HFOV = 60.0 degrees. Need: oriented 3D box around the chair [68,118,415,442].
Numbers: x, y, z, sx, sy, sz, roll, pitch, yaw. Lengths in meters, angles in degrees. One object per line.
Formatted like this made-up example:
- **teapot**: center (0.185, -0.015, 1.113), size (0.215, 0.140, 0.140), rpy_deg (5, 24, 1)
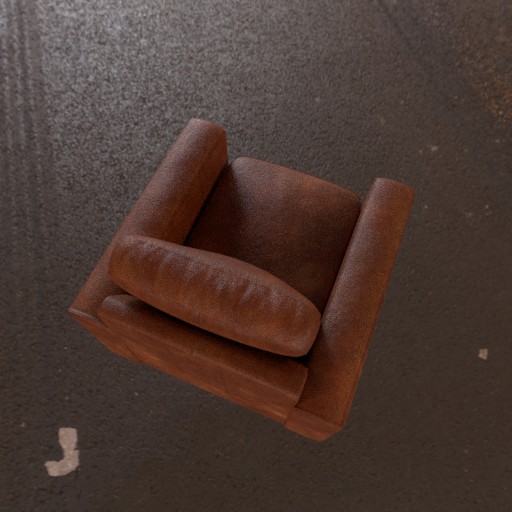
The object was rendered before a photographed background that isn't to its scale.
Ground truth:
- **chair**: center (0.000, 0.000, 1.759), size (1.005, 0.873, 1.016), rpy_deg (20, 65, 10)
